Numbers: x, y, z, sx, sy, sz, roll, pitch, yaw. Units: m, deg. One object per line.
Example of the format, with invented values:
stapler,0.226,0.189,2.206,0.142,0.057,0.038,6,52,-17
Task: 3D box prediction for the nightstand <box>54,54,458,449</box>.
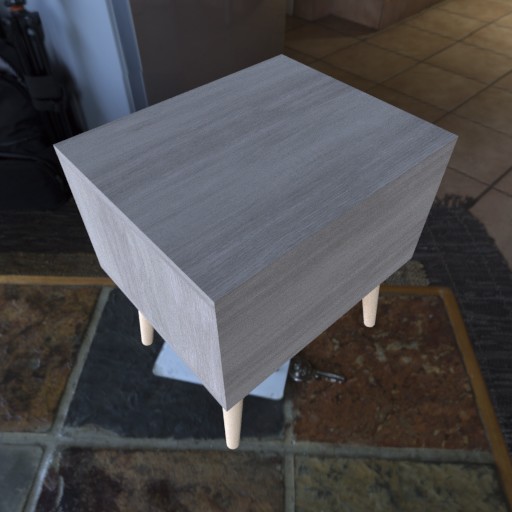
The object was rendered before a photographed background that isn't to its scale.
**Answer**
nightstand,0.000,0.000,0.824,0.450,0.500,0.380,-33,56,-27
